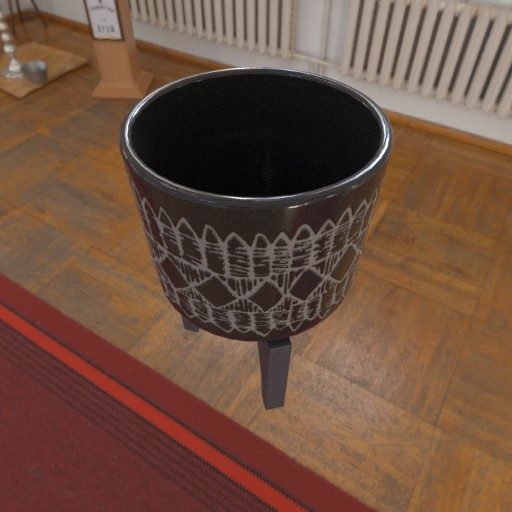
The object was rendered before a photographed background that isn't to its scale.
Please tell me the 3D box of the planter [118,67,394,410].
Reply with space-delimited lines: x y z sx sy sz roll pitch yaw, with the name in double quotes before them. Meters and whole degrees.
"planter" 0.000 0.000 0.534 0.251 0.355 0.251 -9 46 -9
